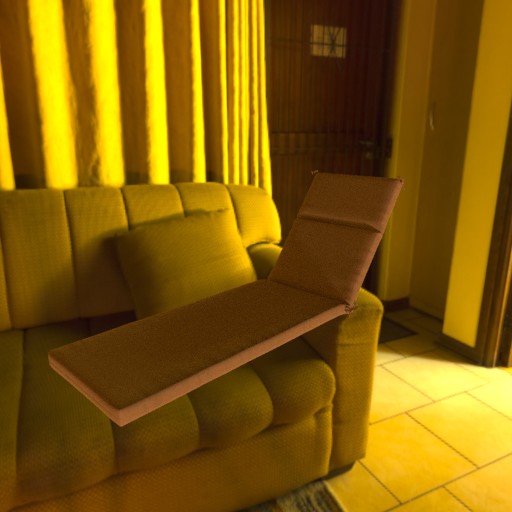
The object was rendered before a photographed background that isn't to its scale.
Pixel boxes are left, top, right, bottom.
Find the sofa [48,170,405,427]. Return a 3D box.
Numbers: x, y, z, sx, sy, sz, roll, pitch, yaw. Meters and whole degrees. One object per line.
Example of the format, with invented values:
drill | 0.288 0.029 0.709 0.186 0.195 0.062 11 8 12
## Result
sofa | 0.000 0.000 1.941 0.582 0.622 1.663 15 21 42
